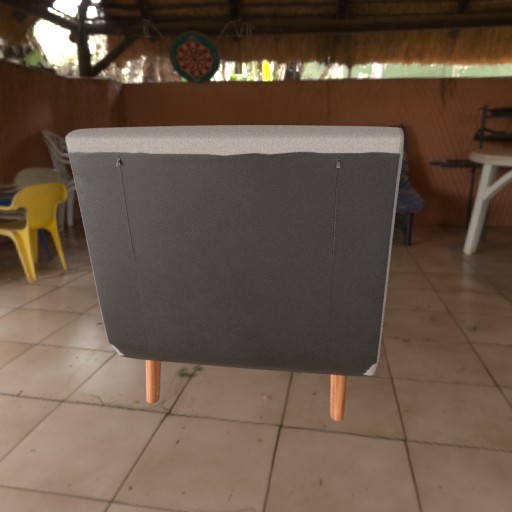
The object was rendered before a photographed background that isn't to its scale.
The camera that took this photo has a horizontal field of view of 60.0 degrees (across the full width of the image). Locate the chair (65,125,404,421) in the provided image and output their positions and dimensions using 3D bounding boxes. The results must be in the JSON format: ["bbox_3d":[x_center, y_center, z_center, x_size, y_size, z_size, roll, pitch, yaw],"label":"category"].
[{"bbox_3d":[0.000,0.000,1.472,0.770,0.808,0.902,2,15,9],"label":"chair"}]
